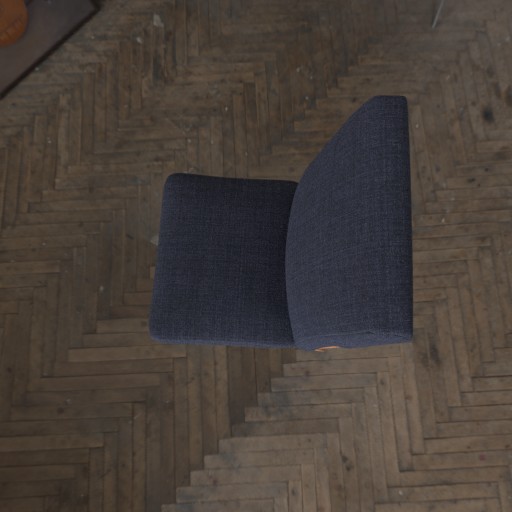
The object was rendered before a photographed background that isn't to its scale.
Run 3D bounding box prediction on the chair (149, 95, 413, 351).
[{"bbox_3d":[0.000,0.000,1.246,0.586,0.911,0.507,3,77,1],"label":"chair"}]
